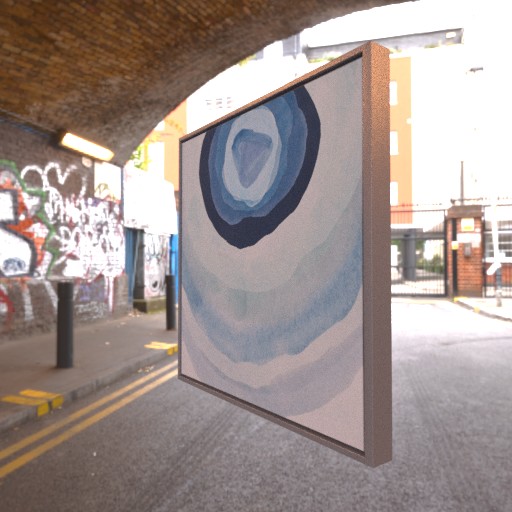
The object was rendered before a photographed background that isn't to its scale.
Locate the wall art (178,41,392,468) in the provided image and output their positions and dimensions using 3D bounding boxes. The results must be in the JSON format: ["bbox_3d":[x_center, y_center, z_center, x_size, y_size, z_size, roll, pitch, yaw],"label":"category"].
[{"bbox_3d":[0.000,0.000,0.507,0.028,0.349,0.349,1,-2,-36],"label":"wall art"}]
